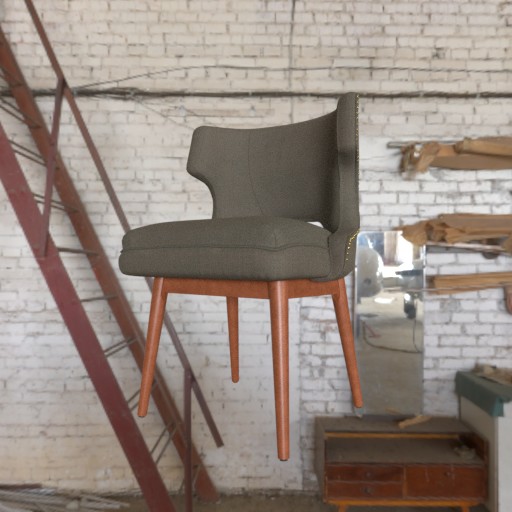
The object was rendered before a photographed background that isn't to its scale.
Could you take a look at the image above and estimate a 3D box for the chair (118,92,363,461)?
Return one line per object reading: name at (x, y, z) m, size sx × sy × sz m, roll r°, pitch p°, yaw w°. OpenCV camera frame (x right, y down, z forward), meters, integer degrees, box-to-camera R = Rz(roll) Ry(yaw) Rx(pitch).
chair at (0.000, 0.000, 1.233) m, size 0.595 × 0.863 × 0.581 m, roll 0°, pitch 0°, yaw 35°
